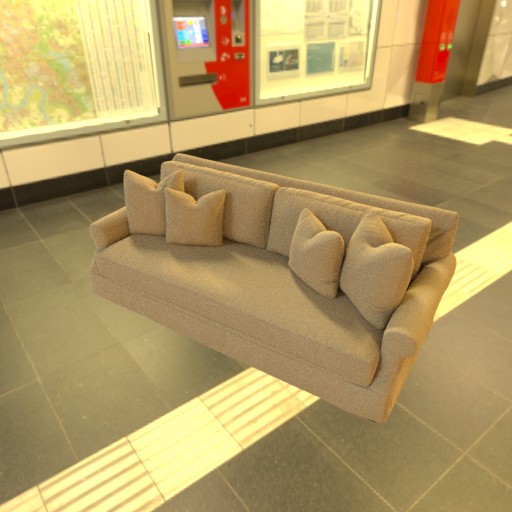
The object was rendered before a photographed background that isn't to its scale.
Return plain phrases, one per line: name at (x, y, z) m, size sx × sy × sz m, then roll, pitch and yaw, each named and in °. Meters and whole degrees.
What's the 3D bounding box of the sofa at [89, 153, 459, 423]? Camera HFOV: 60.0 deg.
sofa at (0.000, 0.000, 2.892) m, size 2.285 × 0.904 × 1.067 m, roll 18°, pitch 34°, yaw 28°
